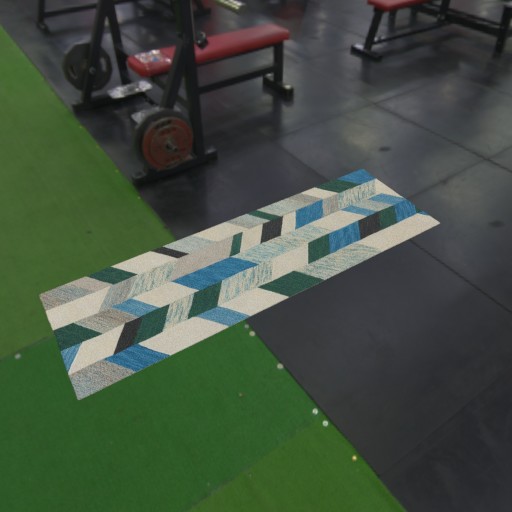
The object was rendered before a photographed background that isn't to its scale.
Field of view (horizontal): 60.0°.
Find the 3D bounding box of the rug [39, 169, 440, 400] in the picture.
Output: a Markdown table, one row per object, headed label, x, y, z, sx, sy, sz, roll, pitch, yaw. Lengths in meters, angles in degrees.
| label | x | y | z | sx | sy | sz | roll | pitch | yaw |
| --- | --- | --- | --- | --- | --- | --- | --- | --- | --- |
| rug | 0.000 | 0.000 | 2.752 | 2.437 | 0.008 | 0.774 | -23 | 49 | -22 |
